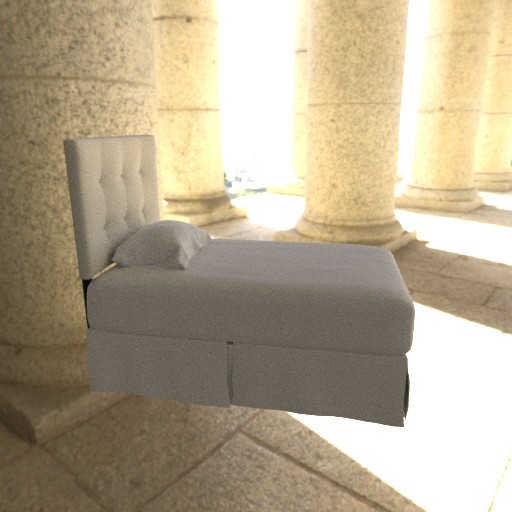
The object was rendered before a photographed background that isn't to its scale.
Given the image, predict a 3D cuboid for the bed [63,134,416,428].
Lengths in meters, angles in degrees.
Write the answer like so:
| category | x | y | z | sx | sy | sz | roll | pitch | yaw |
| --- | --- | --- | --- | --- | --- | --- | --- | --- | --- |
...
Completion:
| category | x | y | z | sx | sy | sz | roll | pitch | yaw |
| --- | --- | --- | --- | --- | --- | --- | --- | --- | --- |
| bed | 0.000 | 0.000 | 3.020 | 1.997 | 1.571 | 1.261 | 3 | 17 | 10 |
